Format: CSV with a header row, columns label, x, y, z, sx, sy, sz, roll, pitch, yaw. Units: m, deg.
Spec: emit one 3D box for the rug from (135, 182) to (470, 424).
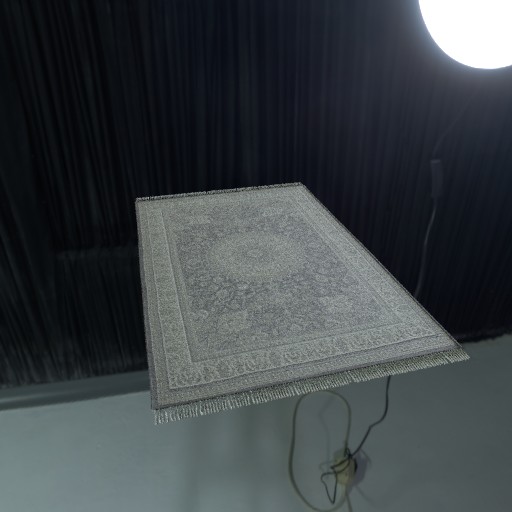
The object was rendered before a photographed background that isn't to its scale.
label,x,y,z,sx,sy,sz,roll,pitch,yaw
rug,0.000,0.000,2.995,1.528,0.010,2.440,-8,31,-13
